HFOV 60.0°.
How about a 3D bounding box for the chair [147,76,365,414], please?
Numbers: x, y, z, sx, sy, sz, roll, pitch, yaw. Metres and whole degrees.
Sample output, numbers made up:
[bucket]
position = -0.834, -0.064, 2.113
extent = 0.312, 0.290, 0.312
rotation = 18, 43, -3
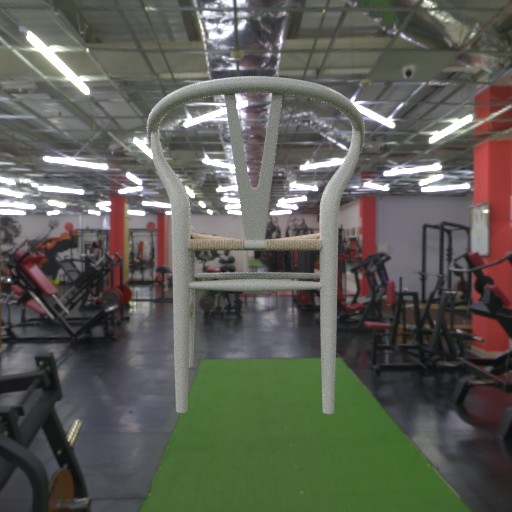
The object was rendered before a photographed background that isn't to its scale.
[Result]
[chair]
position = 0.000, 0.000, 1.174
extent = 0.569, 0.730, 0.579
rotation = 0, 1, 1
